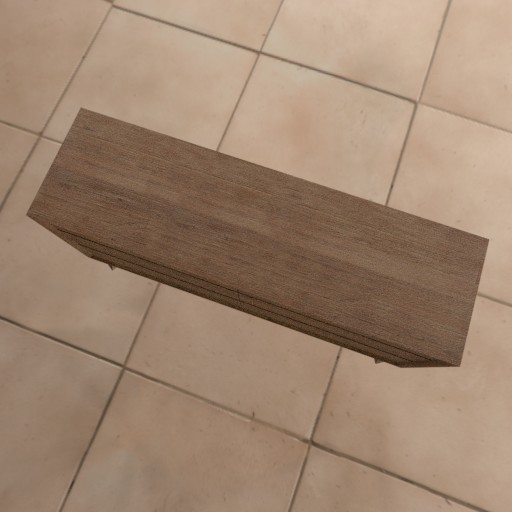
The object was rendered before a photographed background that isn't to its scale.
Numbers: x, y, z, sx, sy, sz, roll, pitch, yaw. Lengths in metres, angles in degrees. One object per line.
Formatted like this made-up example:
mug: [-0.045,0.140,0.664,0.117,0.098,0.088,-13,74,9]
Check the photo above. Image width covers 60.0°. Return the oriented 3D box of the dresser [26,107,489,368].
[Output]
dresser: [0.000,0.000,1.934,1.554,0.805,0.455,19,76,5]
